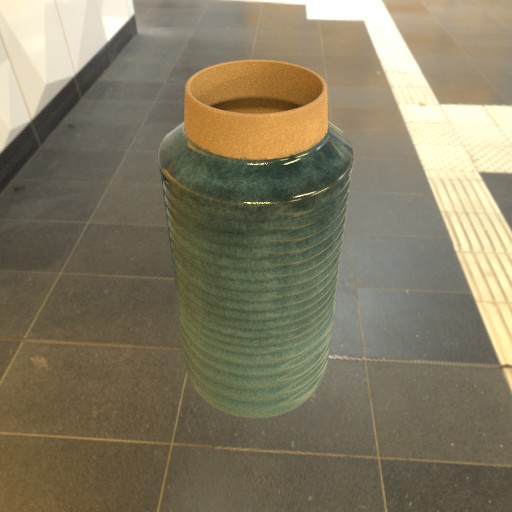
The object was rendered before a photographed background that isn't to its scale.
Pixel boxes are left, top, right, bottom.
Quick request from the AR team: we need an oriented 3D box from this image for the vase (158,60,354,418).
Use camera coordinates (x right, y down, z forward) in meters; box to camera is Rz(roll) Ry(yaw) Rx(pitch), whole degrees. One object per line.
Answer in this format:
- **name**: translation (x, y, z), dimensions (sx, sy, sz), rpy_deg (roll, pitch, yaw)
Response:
- **vase**: translation (0.000, 0.000, 0.406), dimensions (0.163, 0.316, 0.163), rpy_deg (0, 43, 0)
